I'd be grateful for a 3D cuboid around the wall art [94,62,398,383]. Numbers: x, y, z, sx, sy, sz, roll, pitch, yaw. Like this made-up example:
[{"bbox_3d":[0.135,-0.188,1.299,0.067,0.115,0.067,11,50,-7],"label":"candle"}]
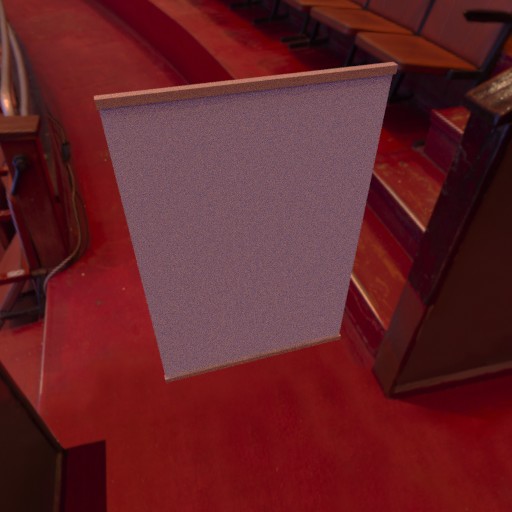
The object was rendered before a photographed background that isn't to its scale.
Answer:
[{"bbox_3d":[0.000,0.000,1.918,0.990,1.519,0.030,-11,44,-12],"label":"wall art"}]
